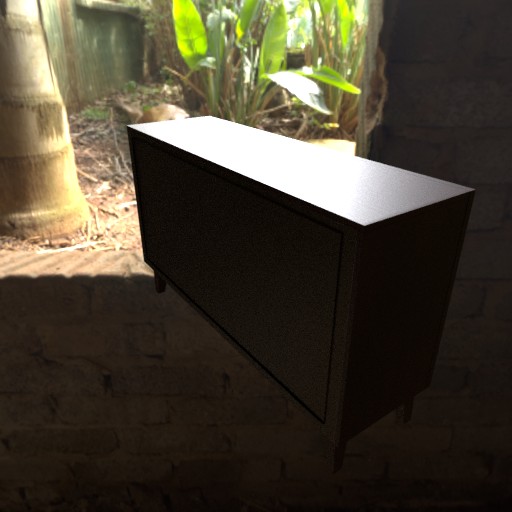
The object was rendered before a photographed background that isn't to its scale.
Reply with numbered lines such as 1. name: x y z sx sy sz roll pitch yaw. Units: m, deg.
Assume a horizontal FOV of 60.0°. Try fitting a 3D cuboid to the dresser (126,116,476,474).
1. dresser: 0.000 0.000 2.020 0.499 0.971 1.609 -18 32 -31
